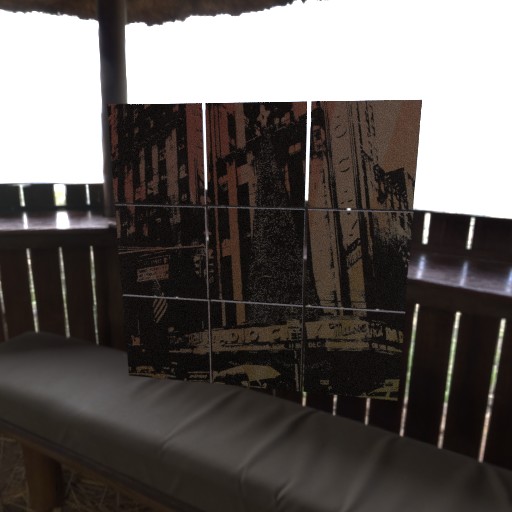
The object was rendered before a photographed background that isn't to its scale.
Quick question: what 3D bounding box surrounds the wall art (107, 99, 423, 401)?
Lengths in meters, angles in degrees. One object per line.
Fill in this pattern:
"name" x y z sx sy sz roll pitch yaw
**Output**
"wall art" 0.000 0.000 2.305 1.527 1.521 0.017 3 15 10
